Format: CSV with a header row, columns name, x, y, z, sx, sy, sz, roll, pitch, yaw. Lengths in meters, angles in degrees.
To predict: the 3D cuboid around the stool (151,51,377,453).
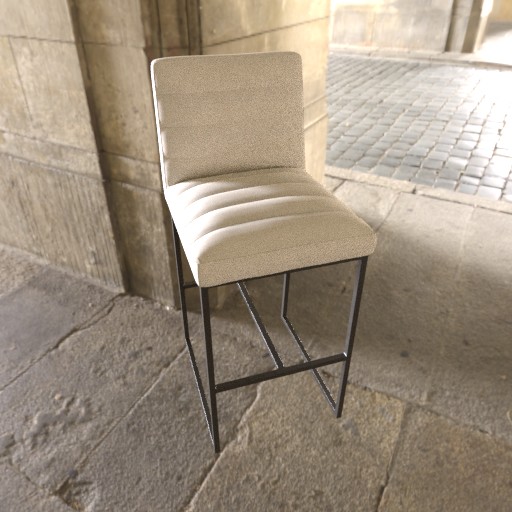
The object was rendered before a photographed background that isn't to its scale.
name,x,y,z,sx,sy,sz,roll,pitch,yaw
stool,0.000,0.000,1.357,0.464,1.061,0.573,-10,35,-15
